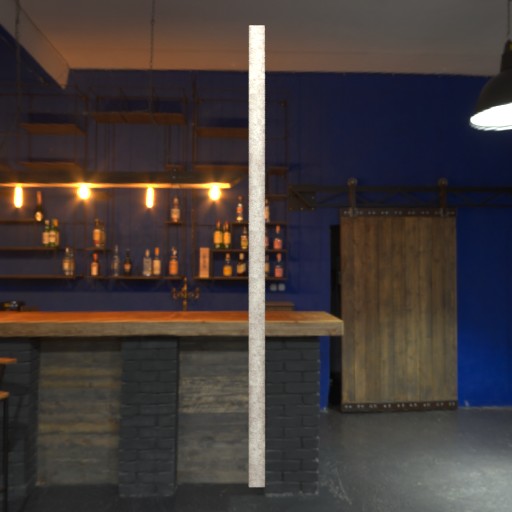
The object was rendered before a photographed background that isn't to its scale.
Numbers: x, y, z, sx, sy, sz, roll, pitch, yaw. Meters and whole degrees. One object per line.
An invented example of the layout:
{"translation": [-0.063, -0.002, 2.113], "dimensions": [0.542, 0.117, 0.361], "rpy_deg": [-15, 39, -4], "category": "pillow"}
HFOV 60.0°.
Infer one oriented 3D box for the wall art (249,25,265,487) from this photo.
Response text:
{"translation": [0.000, 0.000, 1.725], "dimensions": [0.051, 1.461, 0.648], "rpy_deg": [0, -1, 0], "category": "wall art"}
